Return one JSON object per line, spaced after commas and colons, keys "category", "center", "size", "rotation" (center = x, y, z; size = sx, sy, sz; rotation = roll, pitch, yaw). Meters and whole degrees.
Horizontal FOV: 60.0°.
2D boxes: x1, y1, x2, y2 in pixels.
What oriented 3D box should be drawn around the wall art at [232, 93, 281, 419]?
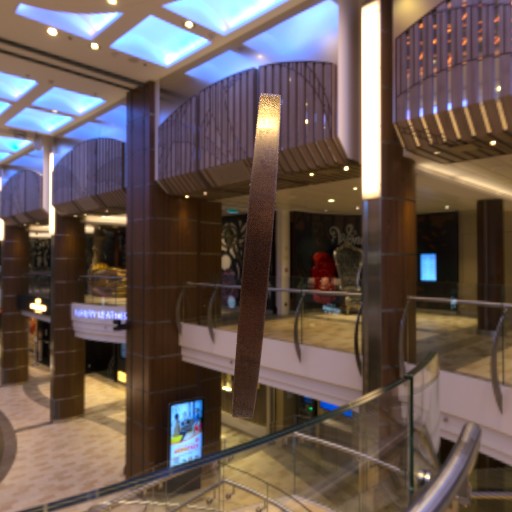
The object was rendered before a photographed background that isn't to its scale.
{"category": "wall art", "center": [0.000, 0.000, 0.845], "size": [0.084, 0.583, 0.582], "rotation": [0, -1, 0]}
